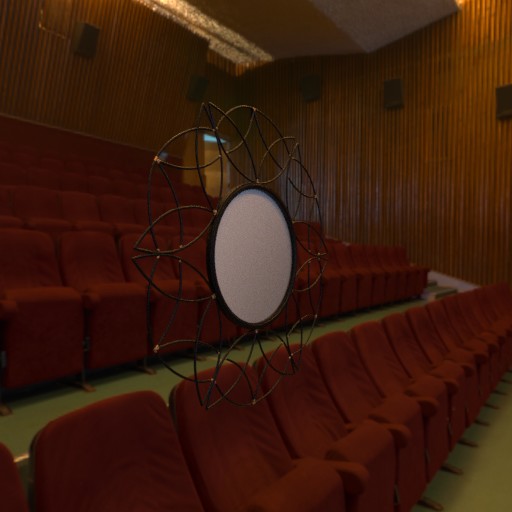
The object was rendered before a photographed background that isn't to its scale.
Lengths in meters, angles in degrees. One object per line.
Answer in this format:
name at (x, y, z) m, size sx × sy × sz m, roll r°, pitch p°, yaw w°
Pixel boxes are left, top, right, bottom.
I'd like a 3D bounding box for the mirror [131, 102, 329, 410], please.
mirror at (0.000, 0.000, 1.158) m, size 0.028 × 0.775 × 0.797 m, roll 0°, pitch 0°, yaw 36°
